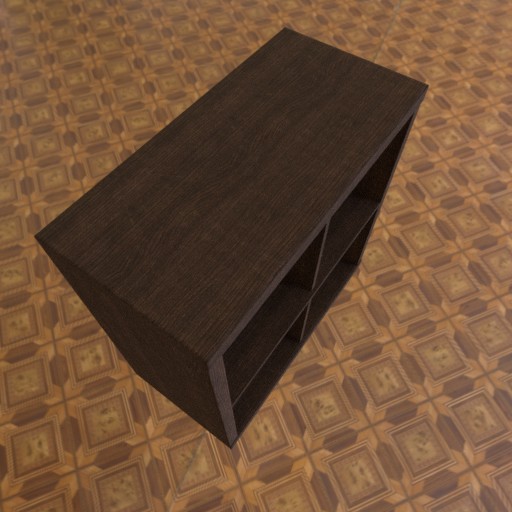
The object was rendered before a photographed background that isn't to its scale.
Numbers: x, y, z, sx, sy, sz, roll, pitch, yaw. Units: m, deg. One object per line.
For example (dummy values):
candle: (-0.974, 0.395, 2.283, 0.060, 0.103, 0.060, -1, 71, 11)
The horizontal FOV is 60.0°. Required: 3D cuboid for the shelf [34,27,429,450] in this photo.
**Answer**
shelf: (0.000, 0.000, 1.219, 0.390, 0.786, 0.790, 31, 63, 18)
